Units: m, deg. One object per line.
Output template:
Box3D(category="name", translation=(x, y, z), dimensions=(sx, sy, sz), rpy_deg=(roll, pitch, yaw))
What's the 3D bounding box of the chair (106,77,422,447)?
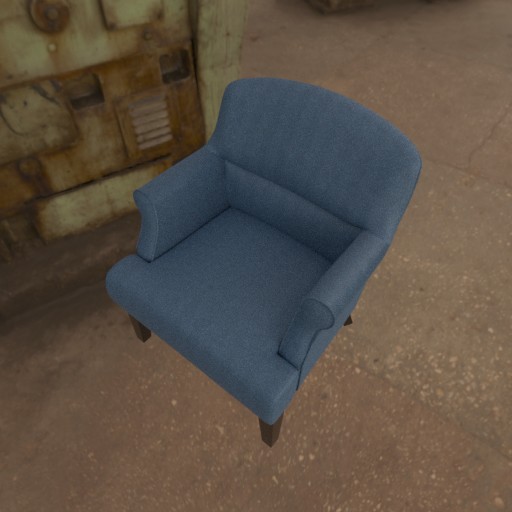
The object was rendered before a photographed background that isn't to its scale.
Box3D(category="chair", translation=(0.000, 0.000, 1.479), dimensions=(0.770, 0.878, 0.754), rpy_deg=(31, 55, 25))
